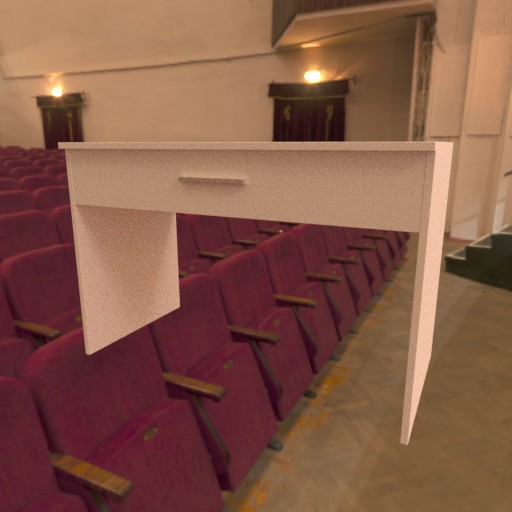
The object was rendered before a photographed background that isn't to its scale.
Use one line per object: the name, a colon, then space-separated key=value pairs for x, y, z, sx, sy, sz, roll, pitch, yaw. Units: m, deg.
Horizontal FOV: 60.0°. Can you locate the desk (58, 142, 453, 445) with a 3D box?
desk: x=0.000 y=0.000 z=1.472 sx=1.100 sy=0.730 sz=0.560 roll=7 pitch=16 yaw=26
